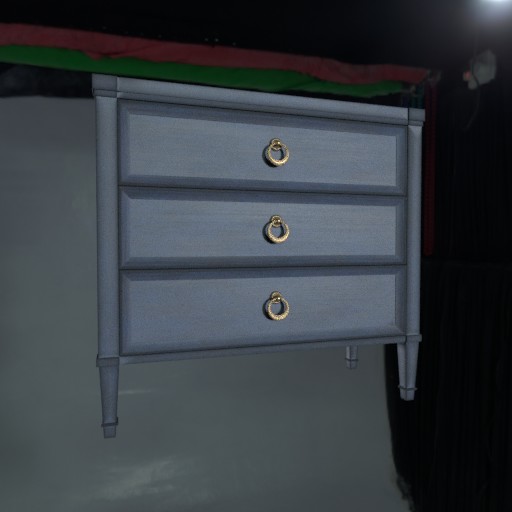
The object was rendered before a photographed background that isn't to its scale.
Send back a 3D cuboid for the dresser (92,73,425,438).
[{"bbox_3d":[0.000,0.000,1.554,1.049,0.986,0.463,-1,2,-18],"label":"dresser"}]
